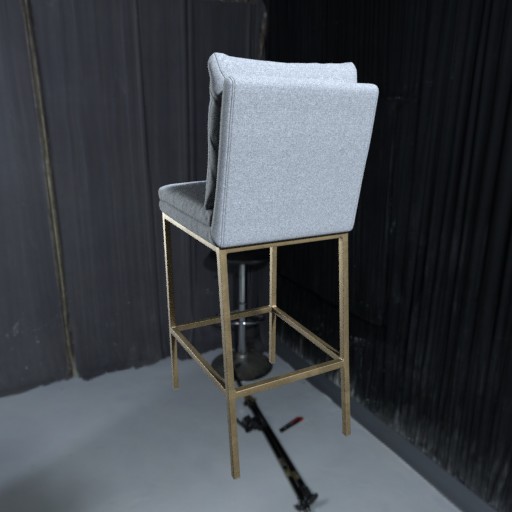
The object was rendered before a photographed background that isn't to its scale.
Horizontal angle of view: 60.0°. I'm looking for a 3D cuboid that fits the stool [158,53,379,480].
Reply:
[{"bbox_3d":[0.000,0.000,1.420,0.463,1.130,0.569,-8,18,-26],"label":"stool"}]
